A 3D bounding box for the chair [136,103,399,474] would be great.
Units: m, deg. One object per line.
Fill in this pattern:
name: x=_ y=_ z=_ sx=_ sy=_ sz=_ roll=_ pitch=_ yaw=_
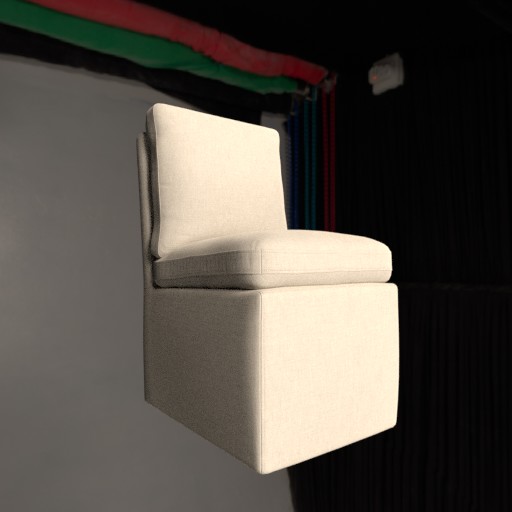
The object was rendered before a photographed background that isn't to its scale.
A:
chair: x=0.000 y=0.000 z=1.321 sx=0.503 sy=0.927 sz=0.698 roll=0 pitch=-1 yaw=-37
